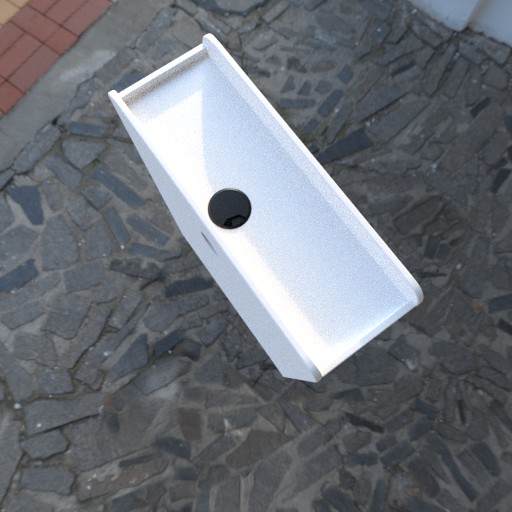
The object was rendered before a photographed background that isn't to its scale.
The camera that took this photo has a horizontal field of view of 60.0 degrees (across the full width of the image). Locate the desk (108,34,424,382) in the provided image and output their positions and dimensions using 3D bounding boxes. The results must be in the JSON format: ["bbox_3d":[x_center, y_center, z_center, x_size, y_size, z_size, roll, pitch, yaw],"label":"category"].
[{"bbox_3d":[0.000,0.000,1.509,0.278,1.190,0.795,-35,78,-8],"label":"desk"}]
